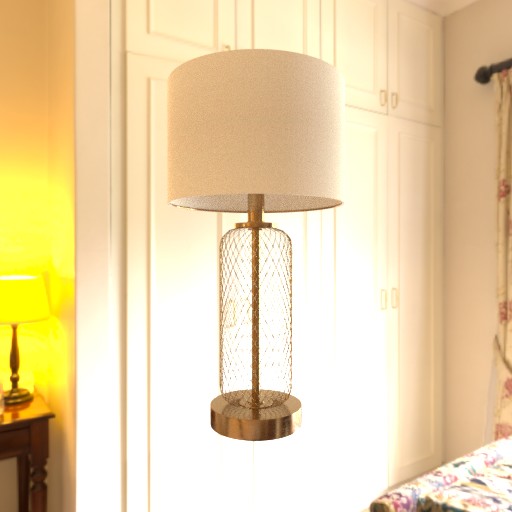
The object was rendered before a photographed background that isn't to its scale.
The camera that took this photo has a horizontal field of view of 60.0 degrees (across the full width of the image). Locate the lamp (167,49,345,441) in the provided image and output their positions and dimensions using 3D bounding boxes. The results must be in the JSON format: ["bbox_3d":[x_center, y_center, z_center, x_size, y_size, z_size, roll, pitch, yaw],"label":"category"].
[{"bbox_3d":[0.000,0.000,0.642,0.252,0.483,0.252,0,0,19],"label":"lamp"}]
